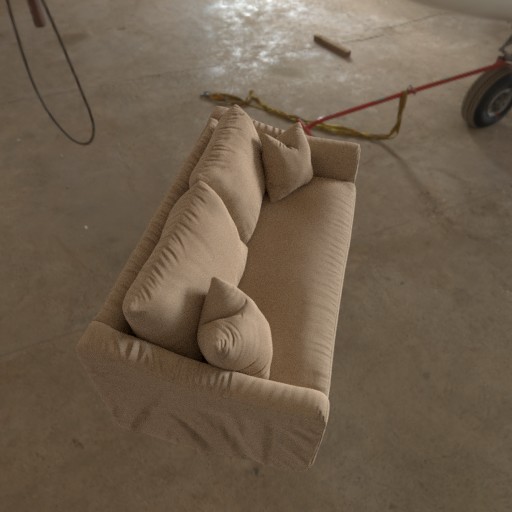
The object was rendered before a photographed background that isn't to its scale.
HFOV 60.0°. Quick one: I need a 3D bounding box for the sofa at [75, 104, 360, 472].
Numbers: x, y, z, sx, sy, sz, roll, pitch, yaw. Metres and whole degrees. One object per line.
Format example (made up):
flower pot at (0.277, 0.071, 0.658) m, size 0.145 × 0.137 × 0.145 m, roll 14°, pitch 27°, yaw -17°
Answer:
sofa at (0.000, 0.000, 2.605) m, size 1.072 × 1.018 × 2.010 m, roll 10°, pitch 48°, yaw 9°
